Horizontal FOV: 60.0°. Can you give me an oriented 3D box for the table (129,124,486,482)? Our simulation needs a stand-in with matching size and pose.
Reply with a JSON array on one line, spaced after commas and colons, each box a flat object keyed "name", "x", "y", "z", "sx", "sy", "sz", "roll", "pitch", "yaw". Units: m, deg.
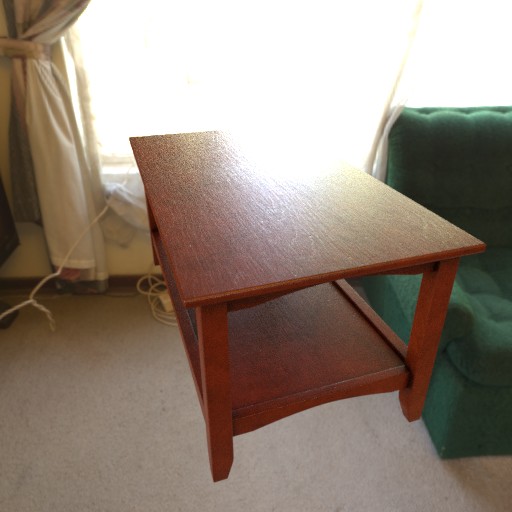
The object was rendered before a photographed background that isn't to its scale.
[{"name": "table", "x": 0.000, "y": 0.000, "z": 1.198, "sx": 0.533, "sy": 0.456, "sz": 0.943, "roll": -9, "pitch": 31, "yaw": -16}]
